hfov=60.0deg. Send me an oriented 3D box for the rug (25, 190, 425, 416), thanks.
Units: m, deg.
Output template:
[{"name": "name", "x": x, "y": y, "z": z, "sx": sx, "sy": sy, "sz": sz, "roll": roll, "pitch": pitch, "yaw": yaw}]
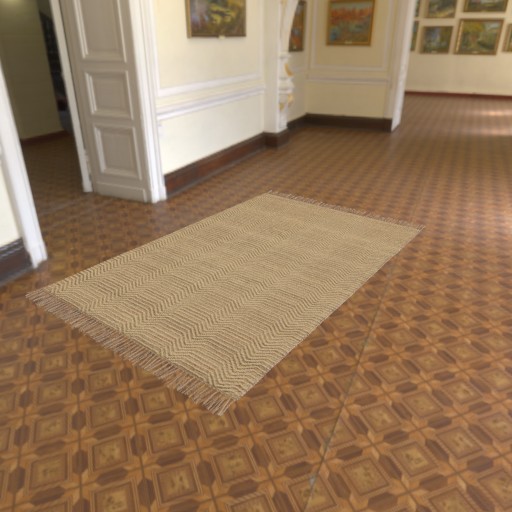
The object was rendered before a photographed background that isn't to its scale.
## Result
[{"name": "rug", "x": 0.000, "y": 0.000, "z": 2.465, "sx": 1.224, "sy": 0.027, "sz": 2.021, "roll": 19, "pitch": 32, "yaw": 33}]
